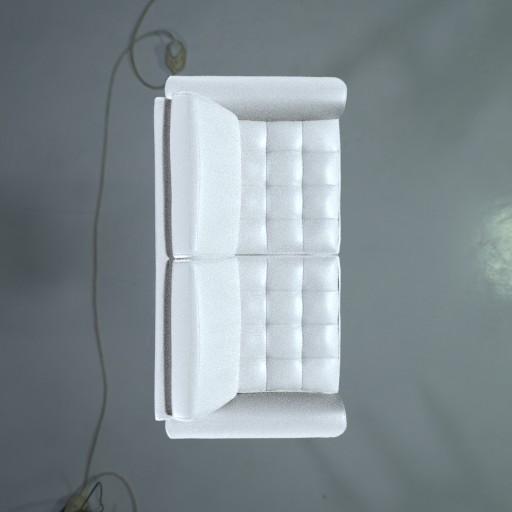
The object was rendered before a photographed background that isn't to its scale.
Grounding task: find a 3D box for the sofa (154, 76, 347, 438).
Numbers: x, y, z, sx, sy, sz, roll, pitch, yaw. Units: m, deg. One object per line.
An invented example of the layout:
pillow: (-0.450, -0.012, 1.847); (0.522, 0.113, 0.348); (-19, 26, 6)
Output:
sofa: (0.000, 0.000, 2.759); (1.121, 0.930, 2.177); (0, 90, 0)
